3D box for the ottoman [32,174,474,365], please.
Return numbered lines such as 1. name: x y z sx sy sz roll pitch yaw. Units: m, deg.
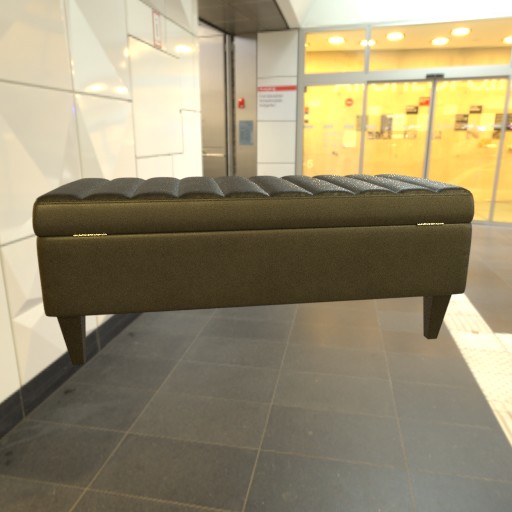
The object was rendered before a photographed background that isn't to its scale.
1. ottoman: 0.000 0.000 1.390 1.151 0.469 0.482 -2 15 -8
